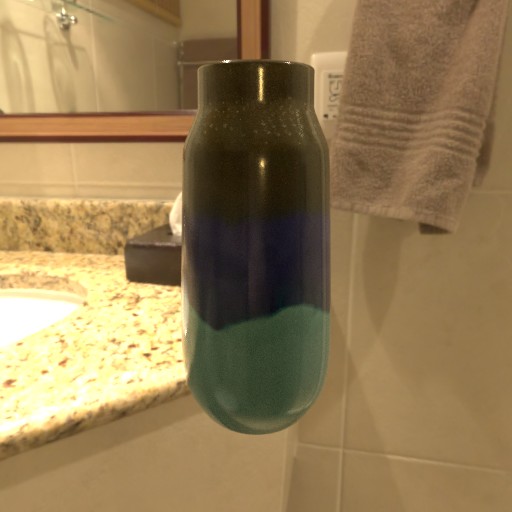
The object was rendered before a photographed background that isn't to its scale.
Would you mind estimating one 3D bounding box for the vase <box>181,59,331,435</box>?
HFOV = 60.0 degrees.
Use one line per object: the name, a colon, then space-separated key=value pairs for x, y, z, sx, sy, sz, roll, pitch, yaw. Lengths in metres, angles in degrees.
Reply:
vase: x=0.000 y=0.000 z=0.396 sx=0.139 sy=0.313 sz=0.139 roll=0 pitch=16 yaw=0
